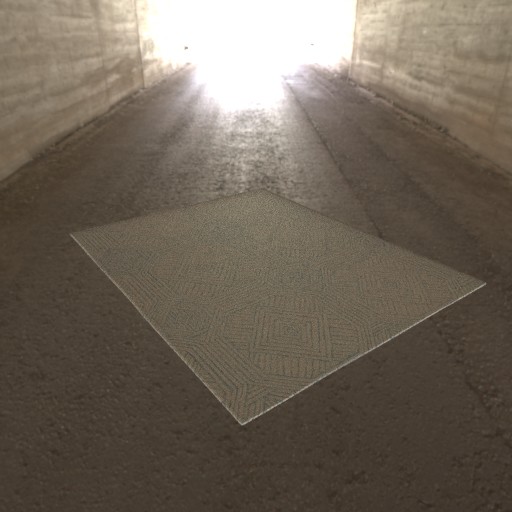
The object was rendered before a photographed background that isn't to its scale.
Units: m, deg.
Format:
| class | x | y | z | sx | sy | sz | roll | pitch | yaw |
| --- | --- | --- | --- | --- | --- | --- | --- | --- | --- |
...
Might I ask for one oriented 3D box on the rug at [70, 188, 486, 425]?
| class | x | y | z | sx | sy | sz | roll | pitch | yaw |
| --- | --- | --- | --- | --- | --- | --- | --- | --- | --- |
| rug | 0.000 | 0.000 | 4.072 | 2.457 | 0.015 | 3.049 | -19 | 33 | -32 |
